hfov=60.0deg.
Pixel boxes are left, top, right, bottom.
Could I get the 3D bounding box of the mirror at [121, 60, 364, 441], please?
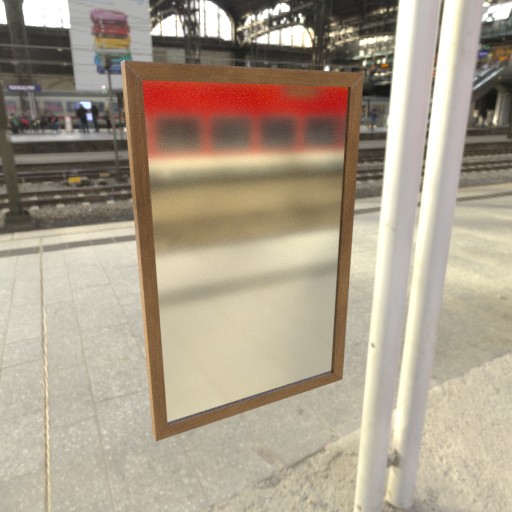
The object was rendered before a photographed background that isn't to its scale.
[{"bbox_3d":[0.000,0.000,1.168,0.609,0.915,0.040,-9,20,-26],"label":"mirror"}]
